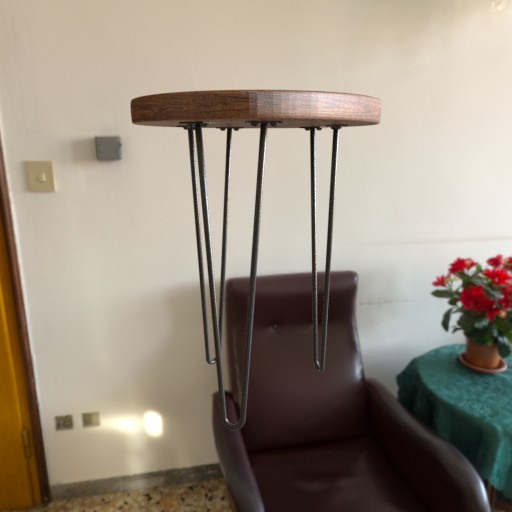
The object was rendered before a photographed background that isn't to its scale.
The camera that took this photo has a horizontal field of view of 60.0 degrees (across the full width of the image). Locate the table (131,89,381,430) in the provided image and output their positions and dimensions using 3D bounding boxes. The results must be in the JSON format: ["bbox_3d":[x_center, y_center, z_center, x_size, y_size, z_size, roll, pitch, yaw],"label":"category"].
[{"bbox_3d":[0.000,0.000,0.795,0.400,0.520,0.400,0,14,0],"label":"table"}]
